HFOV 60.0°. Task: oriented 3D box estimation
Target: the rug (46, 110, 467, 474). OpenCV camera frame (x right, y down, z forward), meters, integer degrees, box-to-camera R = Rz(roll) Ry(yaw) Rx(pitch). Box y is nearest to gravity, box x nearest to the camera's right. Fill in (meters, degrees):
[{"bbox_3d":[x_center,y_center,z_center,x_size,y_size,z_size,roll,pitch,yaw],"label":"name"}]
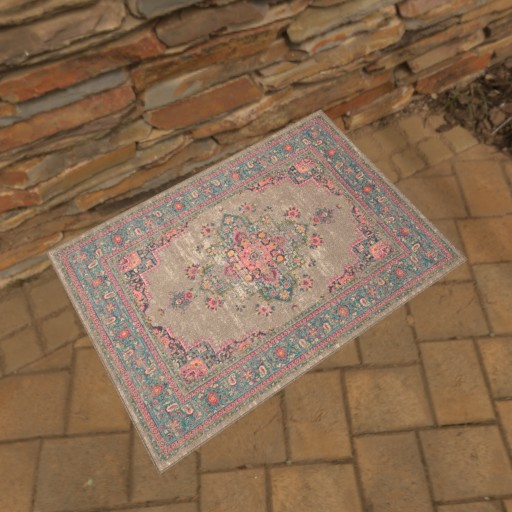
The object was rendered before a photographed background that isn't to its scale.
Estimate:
[{"bbox_3d":[0.000,0.000,3.695,2.890,0.013,2.005,-31,67,-14],"label":"rug"}]
